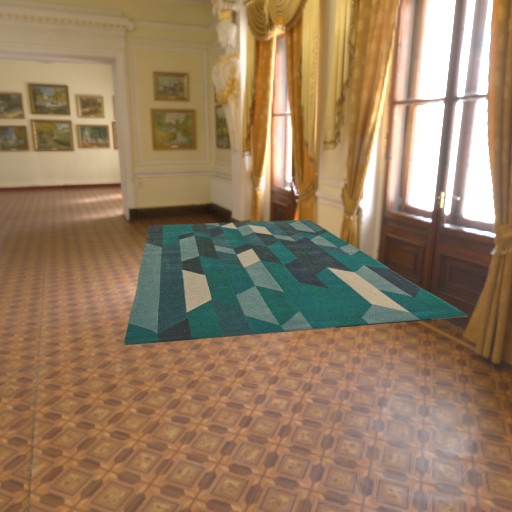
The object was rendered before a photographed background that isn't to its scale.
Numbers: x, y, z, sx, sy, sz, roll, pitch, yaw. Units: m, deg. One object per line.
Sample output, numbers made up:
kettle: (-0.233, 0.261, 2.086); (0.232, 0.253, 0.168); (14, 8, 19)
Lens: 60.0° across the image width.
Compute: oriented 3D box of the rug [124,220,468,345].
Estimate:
rug: (0.000, 0.000, 3.028); (1.528, 0.005, 2.420); (-3, 15, -10)
